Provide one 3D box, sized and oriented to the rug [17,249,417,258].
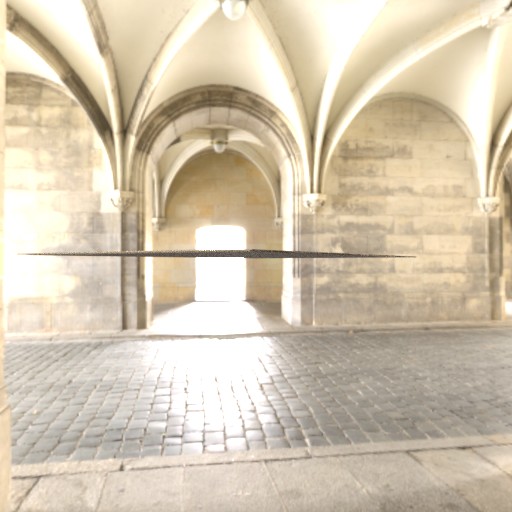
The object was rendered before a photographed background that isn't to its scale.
[{"bbox_3d":[0.000,0.000,3.007,1.529,0.010,2.440,-1,-1,34],"label":"rug"}]
